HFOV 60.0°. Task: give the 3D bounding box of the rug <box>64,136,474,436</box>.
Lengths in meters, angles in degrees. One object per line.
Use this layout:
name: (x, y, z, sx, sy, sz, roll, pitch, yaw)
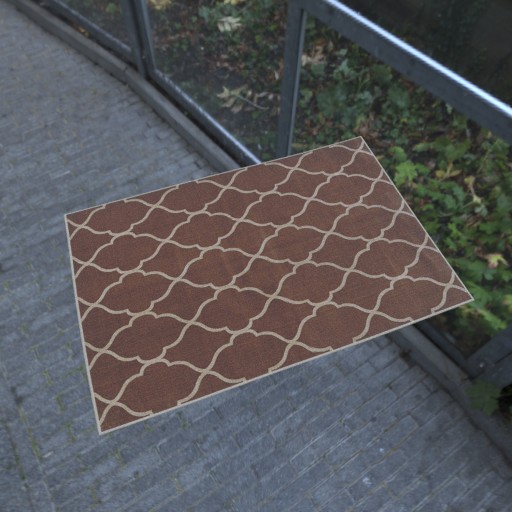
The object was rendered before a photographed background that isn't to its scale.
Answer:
rug: (0.000, 0.000, 2.876, 2.294, 0.014, 1.528, -17, 59, -10)
